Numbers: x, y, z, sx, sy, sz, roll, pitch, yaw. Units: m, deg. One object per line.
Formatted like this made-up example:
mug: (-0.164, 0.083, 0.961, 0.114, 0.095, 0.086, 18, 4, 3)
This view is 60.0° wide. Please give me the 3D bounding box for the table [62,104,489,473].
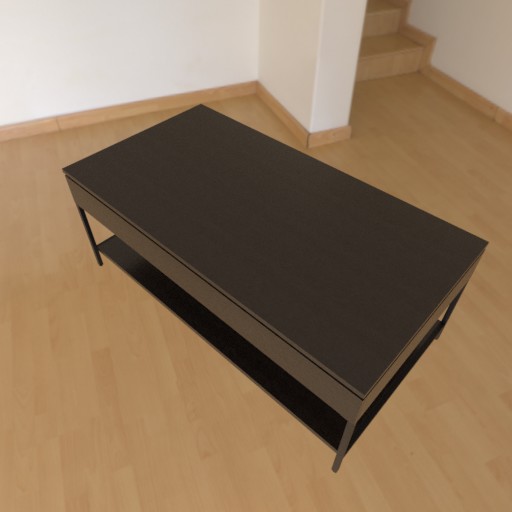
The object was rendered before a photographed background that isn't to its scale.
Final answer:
table: (0.000, 0.000, 1.401, 1.095, 0.435, 0.574, 34, 54, 28)
